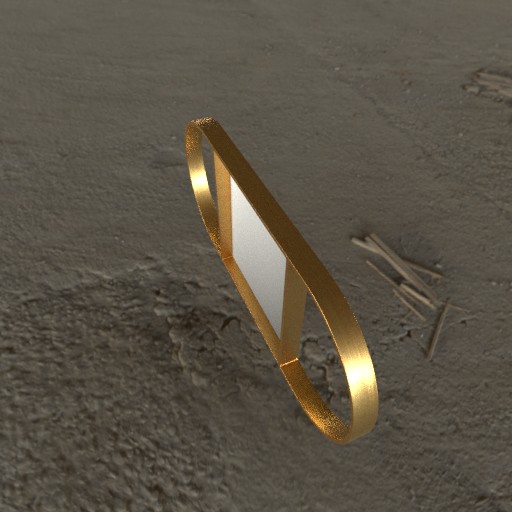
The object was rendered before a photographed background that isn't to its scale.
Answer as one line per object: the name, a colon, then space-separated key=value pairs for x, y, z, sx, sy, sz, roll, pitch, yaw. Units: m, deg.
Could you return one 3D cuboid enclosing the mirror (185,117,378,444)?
mirror: x=0.000 y=0.000 z=0.676 sx=0.032 sy=0.254 sz=0.584 roll=-18 pitch=50 yaw=-16
